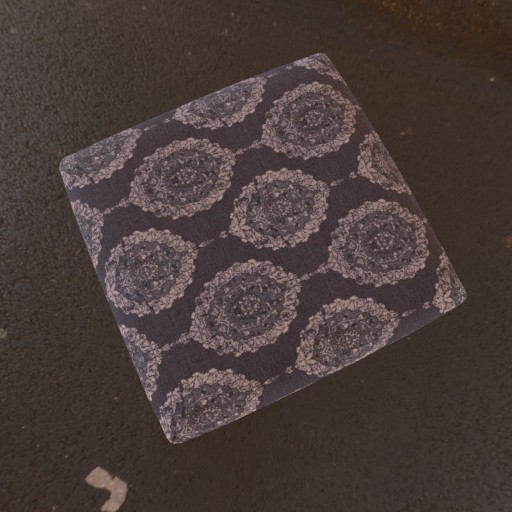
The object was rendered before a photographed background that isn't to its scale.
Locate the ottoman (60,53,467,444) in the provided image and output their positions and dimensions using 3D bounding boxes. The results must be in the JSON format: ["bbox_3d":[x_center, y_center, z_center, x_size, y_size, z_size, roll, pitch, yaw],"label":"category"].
[{"bbox_3d":[0.000,0.000,0.881,0.507,0.475,0.497,-24,78,-6],"label":"ottoman"}]
